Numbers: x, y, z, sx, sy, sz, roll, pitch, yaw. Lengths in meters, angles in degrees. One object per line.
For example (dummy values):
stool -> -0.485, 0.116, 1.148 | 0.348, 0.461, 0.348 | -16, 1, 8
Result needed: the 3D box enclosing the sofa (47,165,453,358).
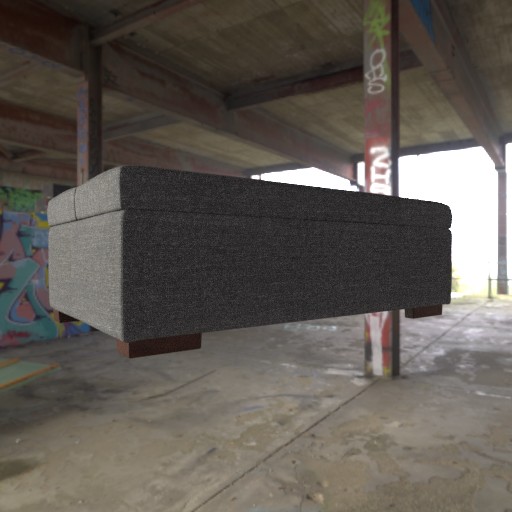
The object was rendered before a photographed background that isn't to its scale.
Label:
sofa -> 0.000, 0.000, 1.546 | 1.198, 0.417, 0.782 | 0, 0, -36
